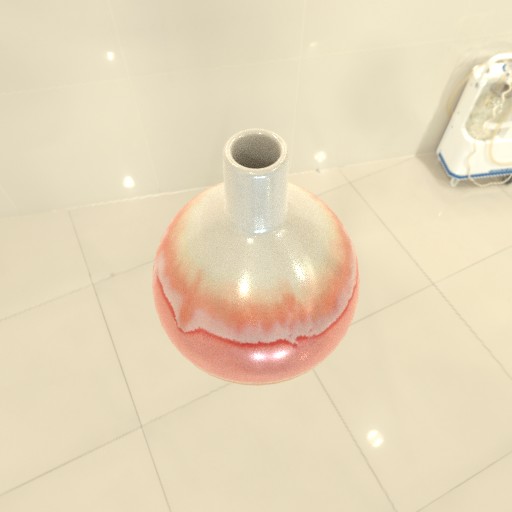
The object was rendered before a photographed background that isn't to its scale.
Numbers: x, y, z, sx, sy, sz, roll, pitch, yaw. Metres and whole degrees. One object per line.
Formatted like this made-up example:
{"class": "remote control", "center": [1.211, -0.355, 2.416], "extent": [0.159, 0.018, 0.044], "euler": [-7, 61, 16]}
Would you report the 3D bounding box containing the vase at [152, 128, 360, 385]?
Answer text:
{"class": "vase", "center": [0.000, 0.000, 0.274], "extent": [0.137, 0.176, 0.137], "euler": [0, 57, 0]}
